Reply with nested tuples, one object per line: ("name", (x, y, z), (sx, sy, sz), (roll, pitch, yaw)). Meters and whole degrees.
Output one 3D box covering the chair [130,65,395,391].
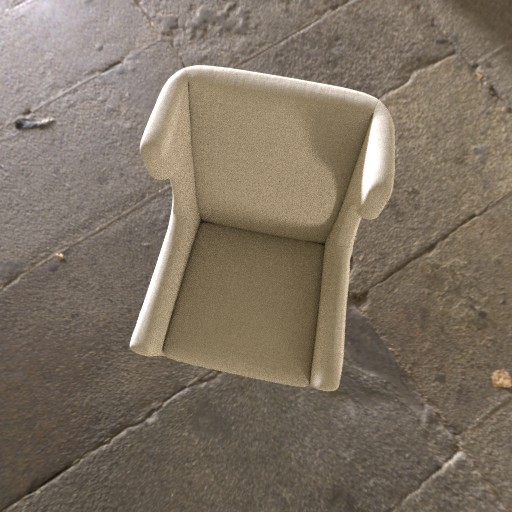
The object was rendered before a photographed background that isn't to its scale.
("chair", (0.000, 0.000, 1.700), (0.778, 1.079, 0.899), (11, 77, 3))
